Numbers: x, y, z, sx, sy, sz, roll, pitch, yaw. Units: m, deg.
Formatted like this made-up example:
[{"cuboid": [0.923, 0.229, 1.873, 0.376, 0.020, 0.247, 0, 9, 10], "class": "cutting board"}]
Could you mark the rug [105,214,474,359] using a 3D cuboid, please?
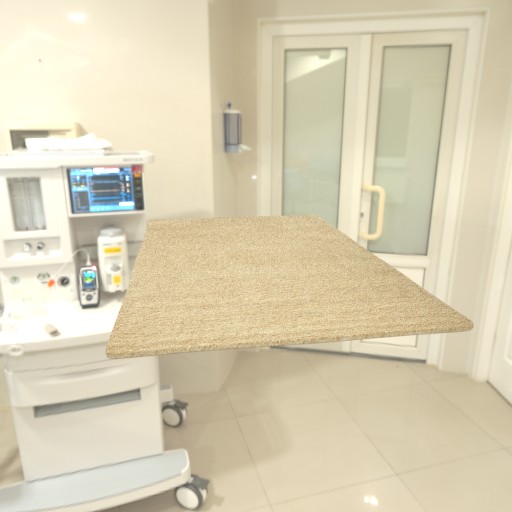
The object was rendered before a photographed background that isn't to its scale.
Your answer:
[{"cuboid": [0.000, 0.000, 2.837, 1.500, 0.025, 2.349, -3, 17, -9], "class": "rug"}]
